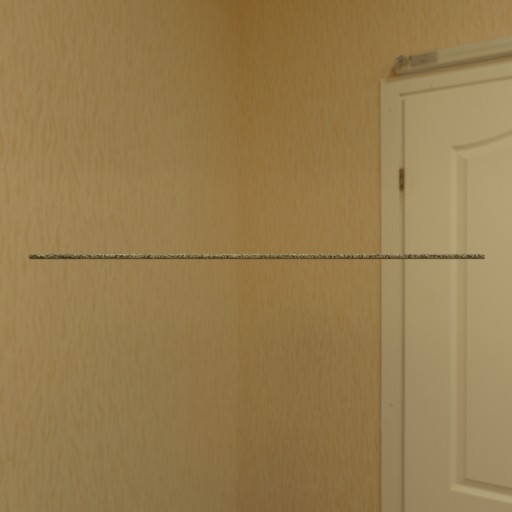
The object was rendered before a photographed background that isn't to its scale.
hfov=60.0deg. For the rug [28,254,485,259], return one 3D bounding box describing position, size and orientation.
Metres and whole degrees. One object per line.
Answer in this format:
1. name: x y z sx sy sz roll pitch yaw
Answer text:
1. rug: 0.000 0.000 3.529 2.743 0.030 1.778 0 0 -2
